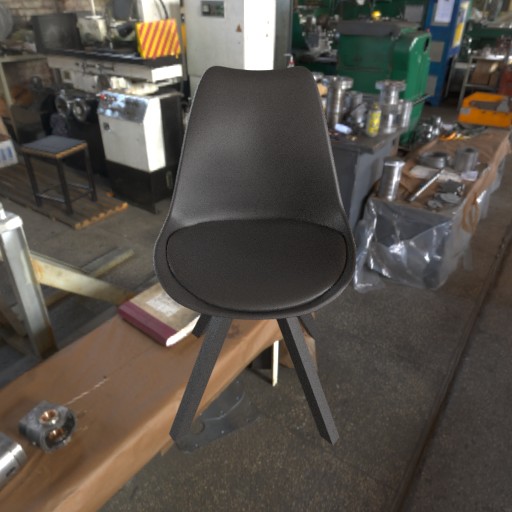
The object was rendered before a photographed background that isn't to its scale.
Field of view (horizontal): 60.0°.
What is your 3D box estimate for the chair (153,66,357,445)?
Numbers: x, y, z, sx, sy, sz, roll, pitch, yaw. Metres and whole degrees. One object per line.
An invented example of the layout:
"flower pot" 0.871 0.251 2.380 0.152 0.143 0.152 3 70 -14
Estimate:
"chair" 0.000 0.000 1.159 0.485 0.850 0.550 1 31 1
